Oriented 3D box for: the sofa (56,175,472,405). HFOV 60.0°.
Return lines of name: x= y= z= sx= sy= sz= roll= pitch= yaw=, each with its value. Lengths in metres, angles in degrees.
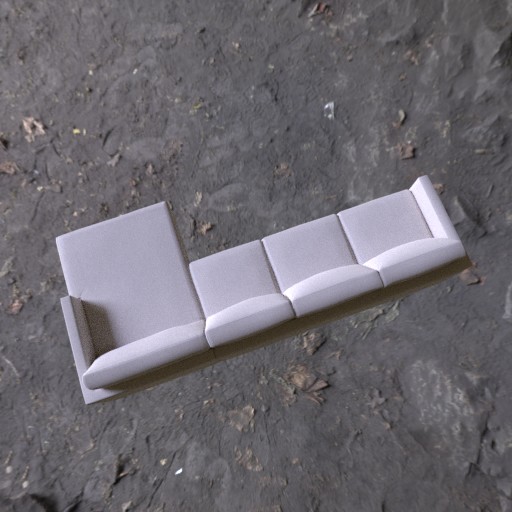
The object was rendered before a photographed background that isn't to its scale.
sofa: x=0.000 y=0.000 z=4.143 sx=3.471 sy=0.954 sz=1.599 roll=-19 pitch=76 yaw=-5
